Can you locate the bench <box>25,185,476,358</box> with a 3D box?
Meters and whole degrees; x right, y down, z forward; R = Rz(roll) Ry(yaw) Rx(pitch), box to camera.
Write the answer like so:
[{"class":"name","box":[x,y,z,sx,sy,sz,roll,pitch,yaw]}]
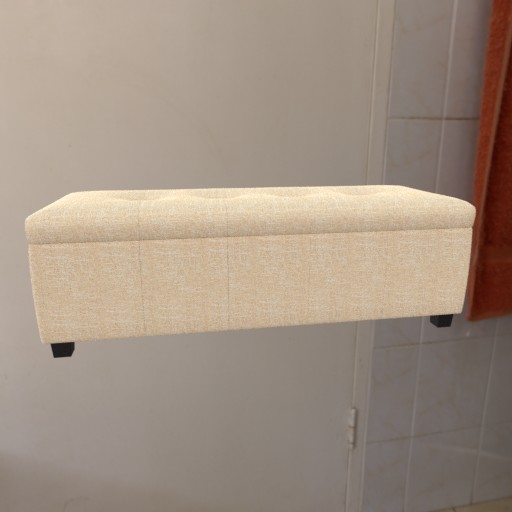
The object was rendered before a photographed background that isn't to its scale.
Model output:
[{"class":"bench","box":[0.000,0.000,1.410,1.219,0.406,0.432,-3,15,-10]}]
